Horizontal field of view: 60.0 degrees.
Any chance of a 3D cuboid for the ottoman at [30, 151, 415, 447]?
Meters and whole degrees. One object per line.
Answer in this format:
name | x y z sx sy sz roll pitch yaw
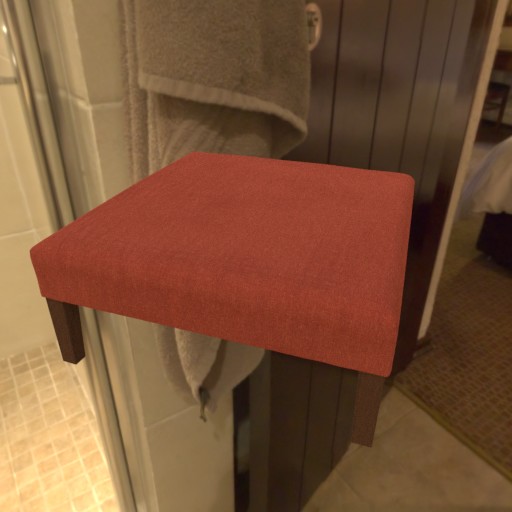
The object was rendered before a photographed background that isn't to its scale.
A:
ottoman | 0.000 0.000 1.406 0.889 0.411 0.890 10 31 17
